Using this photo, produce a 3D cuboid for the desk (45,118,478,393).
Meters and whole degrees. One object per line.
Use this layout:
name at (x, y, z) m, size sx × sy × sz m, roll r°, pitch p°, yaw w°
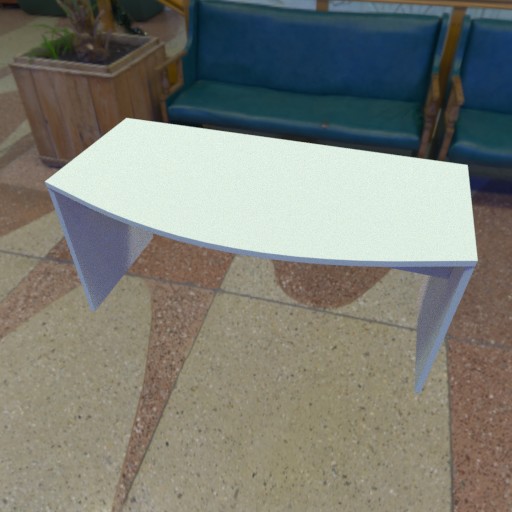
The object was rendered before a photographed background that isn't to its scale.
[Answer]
desk at (0.000, 0.000, 1.982) m, size 1.600 × 0.750 × 0.802 m, roll 11°, pitch 42°, yaw 13°
